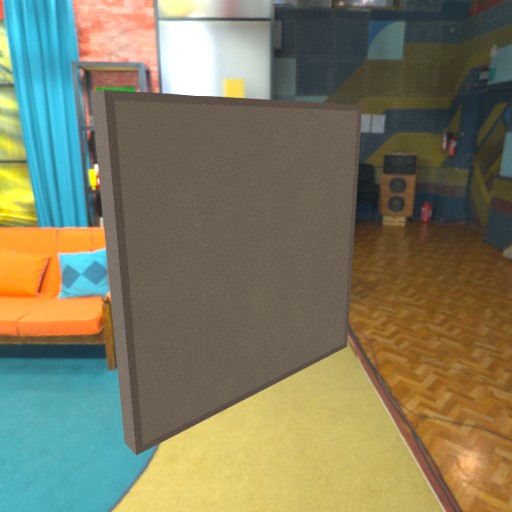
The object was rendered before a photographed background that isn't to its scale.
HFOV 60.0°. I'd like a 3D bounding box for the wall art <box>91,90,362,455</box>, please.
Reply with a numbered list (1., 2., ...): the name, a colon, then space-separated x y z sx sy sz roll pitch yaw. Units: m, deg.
1. wall art: 0.000 0.000 0.760 0.508 0.506 0.038 -14 21 -40
